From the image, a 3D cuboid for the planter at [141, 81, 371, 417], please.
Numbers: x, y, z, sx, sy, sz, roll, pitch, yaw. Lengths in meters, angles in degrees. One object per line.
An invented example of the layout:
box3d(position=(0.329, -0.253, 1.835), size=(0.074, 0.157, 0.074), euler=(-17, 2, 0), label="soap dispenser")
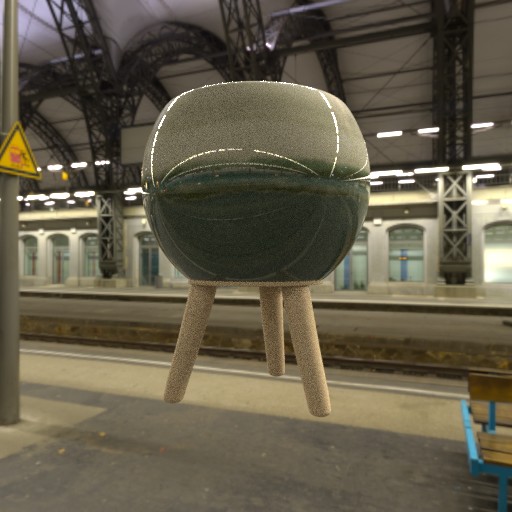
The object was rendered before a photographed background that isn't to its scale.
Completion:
box3d(position=(0.000, 0.000, 0.441), size=(0.222, 0.278, 0.222), euler=(0, -1, 0), label="planter")
